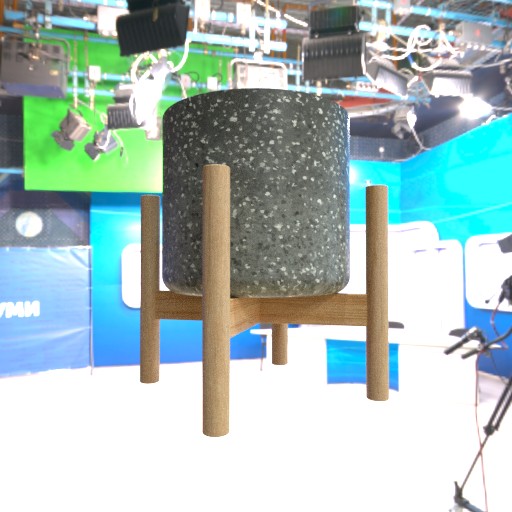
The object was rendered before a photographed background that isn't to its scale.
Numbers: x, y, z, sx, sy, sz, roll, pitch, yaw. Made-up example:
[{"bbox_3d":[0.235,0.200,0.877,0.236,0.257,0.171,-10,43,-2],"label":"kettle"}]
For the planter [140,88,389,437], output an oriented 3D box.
[{"bbox_3d":[0.000,0.000,0.535,0.284,0.320,0.284,-1,-1,37],"label":"planter"}]
